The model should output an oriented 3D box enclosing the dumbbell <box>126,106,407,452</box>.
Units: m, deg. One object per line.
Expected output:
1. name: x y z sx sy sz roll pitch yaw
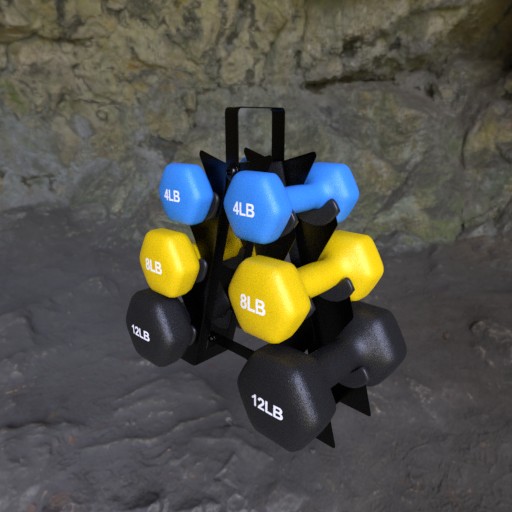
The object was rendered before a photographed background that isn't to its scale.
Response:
1. dumbbell: 0.000 0.000 0.669 0.409 0.426 0.255 16 23 42
